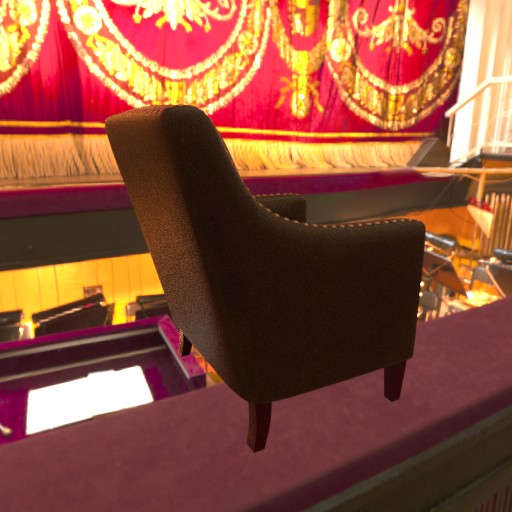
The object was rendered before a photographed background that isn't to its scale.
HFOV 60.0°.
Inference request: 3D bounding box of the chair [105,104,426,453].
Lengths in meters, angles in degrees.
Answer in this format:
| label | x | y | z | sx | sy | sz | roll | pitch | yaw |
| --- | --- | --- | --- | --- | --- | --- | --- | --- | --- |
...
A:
| label | x | y | z | sx | sy | sz | roll | pitch | yaw |
| --- | --- | --- | --- | --- | --- | --- | --- | --- | --- |
| chair | 0.000 | 0.000 | 1.293 | 0.704 | 0.813 | 0.639 | -8 | 17 | -27 |
